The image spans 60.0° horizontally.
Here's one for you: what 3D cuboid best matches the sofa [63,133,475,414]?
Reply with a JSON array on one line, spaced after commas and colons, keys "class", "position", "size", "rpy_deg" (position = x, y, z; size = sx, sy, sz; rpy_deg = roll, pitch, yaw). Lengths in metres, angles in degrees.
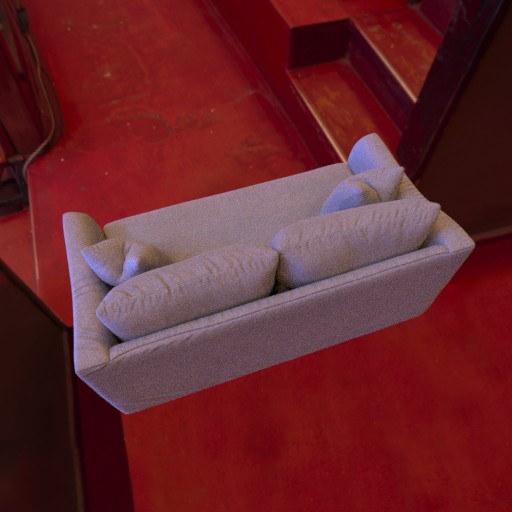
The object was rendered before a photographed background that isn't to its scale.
[{"class": "sofa", "position": [0.000, 0.000, 2.609], "size": [2.010, 1.018, 1.072], "rpy_deg": [-16, 59, -10]}]
